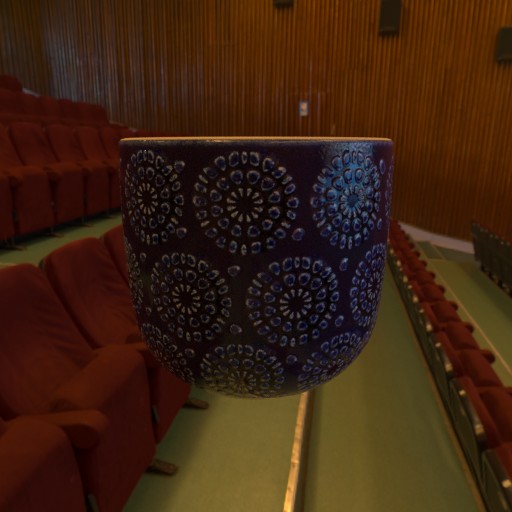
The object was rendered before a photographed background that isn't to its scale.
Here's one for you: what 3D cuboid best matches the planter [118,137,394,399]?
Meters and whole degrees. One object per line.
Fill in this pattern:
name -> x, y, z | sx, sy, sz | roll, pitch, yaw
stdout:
planter -> 0.000, 0.000, 0.292 | 0.165, 0.149, 0.165 | 0, 14, 0
